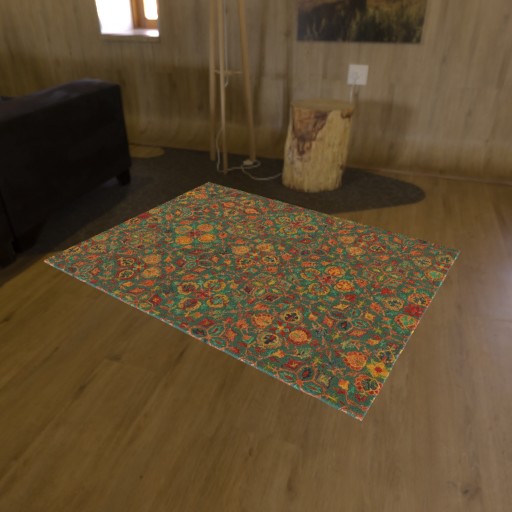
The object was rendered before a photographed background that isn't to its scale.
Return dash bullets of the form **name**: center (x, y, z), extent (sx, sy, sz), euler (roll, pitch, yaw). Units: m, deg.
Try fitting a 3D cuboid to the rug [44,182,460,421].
- **rug**: center (0.000, 0.000, 4.271), extent (3.204, 0.025, 2.434), euler (19, 36, 29)
